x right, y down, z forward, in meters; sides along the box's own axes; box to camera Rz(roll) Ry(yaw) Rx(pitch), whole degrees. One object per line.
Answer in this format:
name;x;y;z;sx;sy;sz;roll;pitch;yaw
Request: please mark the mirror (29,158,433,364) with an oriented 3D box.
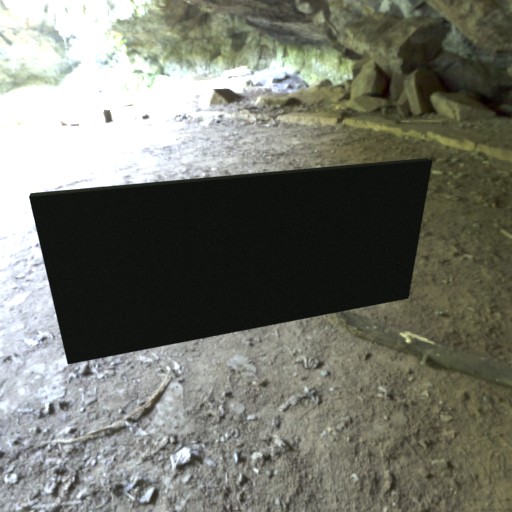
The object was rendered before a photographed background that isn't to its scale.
mirror;0.000;0.000;1.845;1.584;0.692;0.047;-8;27;-17
